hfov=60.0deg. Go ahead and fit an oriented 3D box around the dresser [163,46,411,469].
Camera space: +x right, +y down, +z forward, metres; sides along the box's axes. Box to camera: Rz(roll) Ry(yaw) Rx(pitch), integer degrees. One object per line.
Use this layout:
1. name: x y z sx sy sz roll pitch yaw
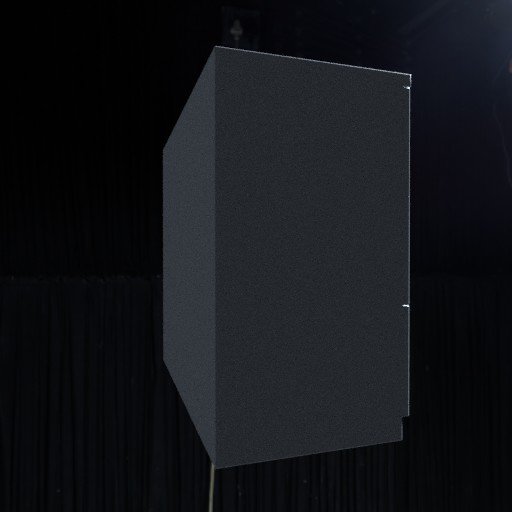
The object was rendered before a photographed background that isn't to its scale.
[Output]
1. dresser: 0.000 0.000 1.234 0.420 0.740 0.830 0 1 -18
